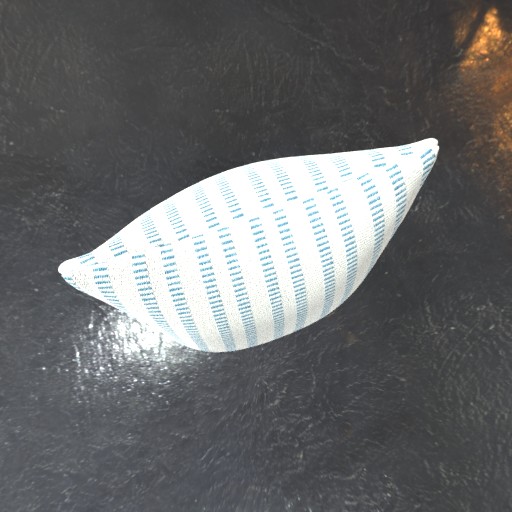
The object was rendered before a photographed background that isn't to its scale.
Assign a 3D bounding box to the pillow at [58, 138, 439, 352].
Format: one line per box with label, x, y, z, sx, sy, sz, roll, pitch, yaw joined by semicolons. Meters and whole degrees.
pillow;0.000;0.000;0.669;0.438;0.419;0.247;-19;76;-5
